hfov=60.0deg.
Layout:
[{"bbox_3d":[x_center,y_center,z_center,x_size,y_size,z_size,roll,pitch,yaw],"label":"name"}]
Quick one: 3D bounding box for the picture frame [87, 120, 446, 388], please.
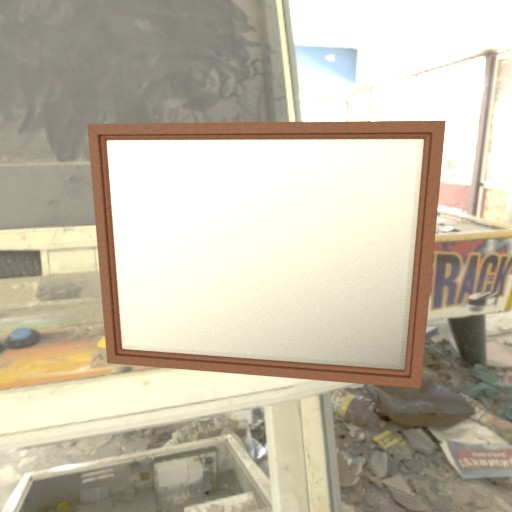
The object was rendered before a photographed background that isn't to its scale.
[{"bbox_3d":[0.000,0.000,1.762,1.329,1.018,0.045,2,13,9],"label":"picture frame"}]
